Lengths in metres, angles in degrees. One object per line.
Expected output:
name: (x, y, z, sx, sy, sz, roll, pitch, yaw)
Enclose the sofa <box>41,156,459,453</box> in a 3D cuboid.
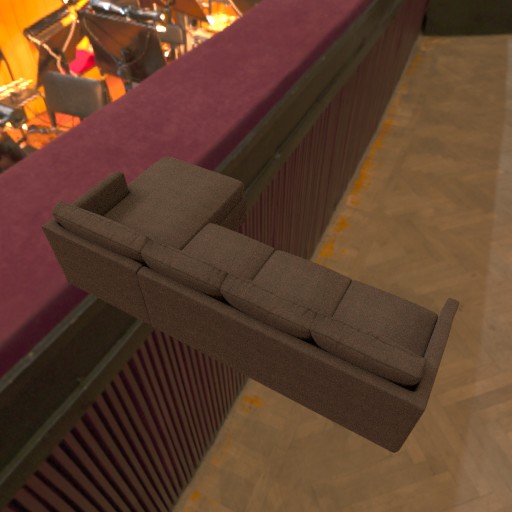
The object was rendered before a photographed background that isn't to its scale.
sofa: (0.000, 0.000, 3.791, 3.205, 0.922, 1.650, 22, 50, 20)
